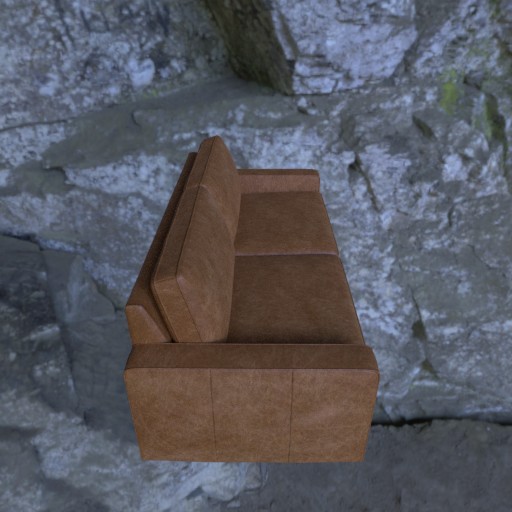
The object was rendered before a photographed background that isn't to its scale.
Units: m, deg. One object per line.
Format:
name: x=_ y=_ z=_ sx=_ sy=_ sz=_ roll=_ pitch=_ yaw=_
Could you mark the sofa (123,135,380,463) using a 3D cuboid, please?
sofa: x=0.000 y=0.000 z=2.611 sx=0.991 sy=0.928 sz=2.156 roll=0 pitch=32 yaw=0
